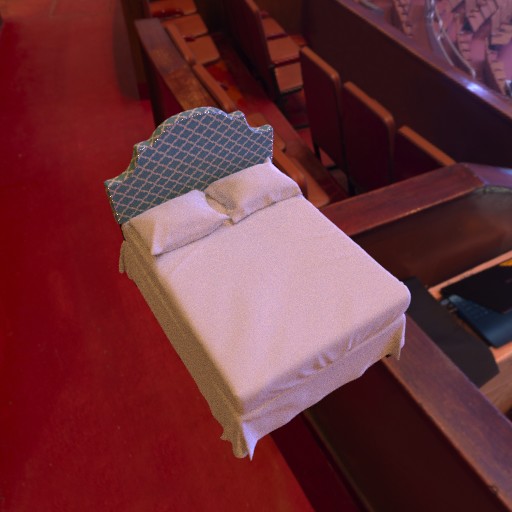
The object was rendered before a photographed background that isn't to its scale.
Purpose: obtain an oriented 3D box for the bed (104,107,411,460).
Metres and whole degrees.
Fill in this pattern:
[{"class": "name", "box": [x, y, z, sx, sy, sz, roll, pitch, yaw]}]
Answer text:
[{"class": "bed", "box": [0.000, 0.000, 3.539, 1.780, 1.633, 2.222, -26, 52, -22]}]
